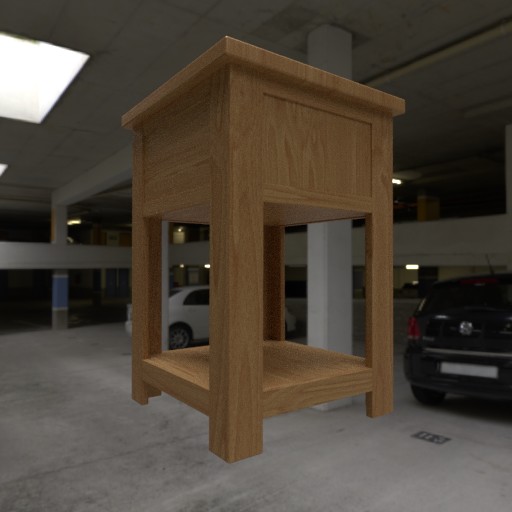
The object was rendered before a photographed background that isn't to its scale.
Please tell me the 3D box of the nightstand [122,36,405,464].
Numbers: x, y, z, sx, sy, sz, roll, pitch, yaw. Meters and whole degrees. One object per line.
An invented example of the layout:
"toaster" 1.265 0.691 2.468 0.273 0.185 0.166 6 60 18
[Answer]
"nightstand" 0.000 0.000 0.916 0.418 0.614 0.428 1 -1 -36
